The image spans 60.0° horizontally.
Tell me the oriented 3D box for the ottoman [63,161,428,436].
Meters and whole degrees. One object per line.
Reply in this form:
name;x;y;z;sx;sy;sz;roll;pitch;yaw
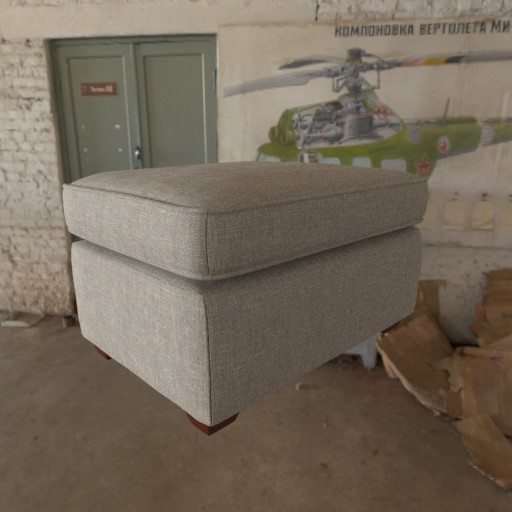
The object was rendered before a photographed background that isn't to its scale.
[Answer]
ottoman;0.000;0.000;1.114;0.762;0.457;0.559;-15;21;-42
